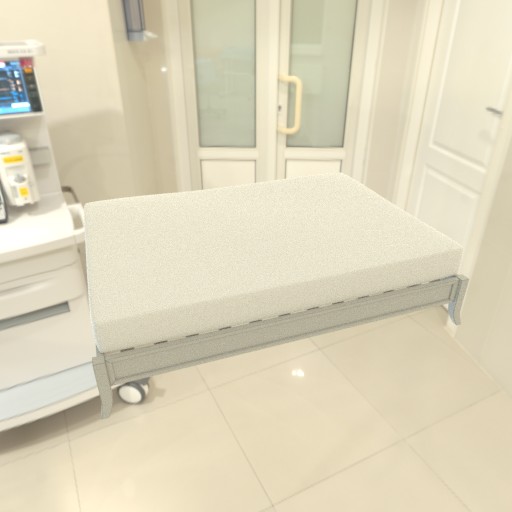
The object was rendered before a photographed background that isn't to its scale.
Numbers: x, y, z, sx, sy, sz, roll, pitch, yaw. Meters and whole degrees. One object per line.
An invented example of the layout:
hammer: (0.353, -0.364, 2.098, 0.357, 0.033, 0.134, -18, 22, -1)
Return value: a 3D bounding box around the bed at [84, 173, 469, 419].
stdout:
bed: (0.000, 0.000, 2.733, 1.985, 0.510, 1.460, -10, 31, -17)
